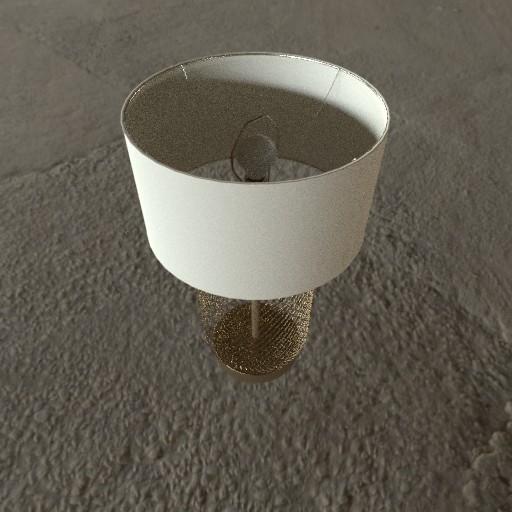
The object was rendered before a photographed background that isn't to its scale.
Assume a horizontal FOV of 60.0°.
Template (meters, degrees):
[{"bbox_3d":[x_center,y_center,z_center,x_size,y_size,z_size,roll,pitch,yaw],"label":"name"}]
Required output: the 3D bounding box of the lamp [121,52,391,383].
[{"bbox_3d":[0.000,0.000,0.796,0.353,0.578,0.353,0,46,0],"label":"lamp"}]
